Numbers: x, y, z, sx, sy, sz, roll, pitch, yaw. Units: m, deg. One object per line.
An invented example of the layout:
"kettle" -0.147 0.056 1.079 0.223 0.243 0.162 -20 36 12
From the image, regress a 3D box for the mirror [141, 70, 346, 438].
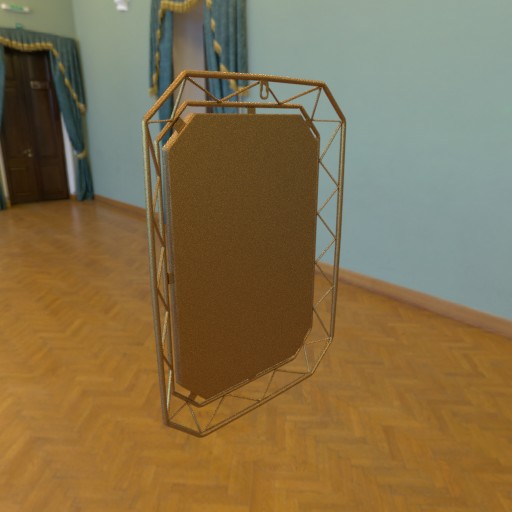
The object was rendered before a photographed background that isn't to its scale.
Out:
"mirror" 0.000 0.000 0.747 0.417 0.566 0.042 -15 23 -40
